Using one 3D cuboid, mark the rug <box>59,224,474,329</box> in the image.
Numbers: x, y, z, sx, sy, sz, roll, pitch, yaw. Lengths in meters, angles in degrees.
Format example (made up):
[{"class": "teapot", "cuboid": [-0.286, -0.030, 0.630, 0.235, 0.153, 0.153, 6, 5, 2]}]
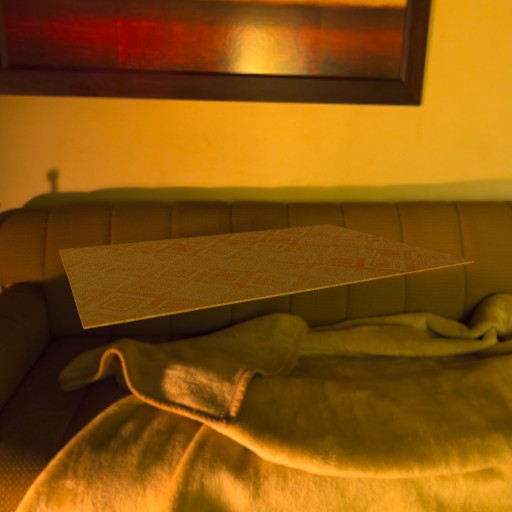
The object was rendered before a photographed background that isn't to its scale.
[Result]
[{"class": "rug", "cuboid": [0.000, 0.000, 2.315, 1.829, 0.010, 1.213, -7, 15, -26]}]
